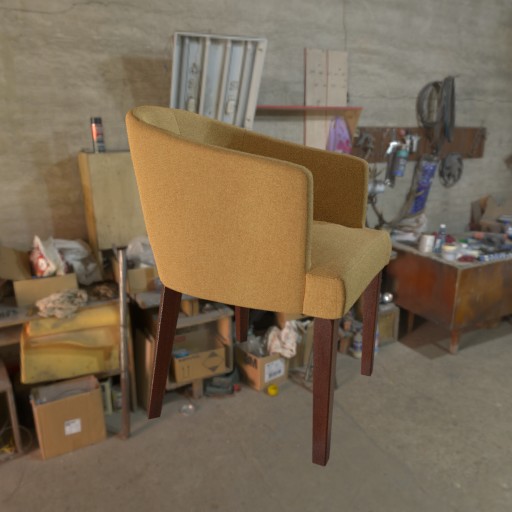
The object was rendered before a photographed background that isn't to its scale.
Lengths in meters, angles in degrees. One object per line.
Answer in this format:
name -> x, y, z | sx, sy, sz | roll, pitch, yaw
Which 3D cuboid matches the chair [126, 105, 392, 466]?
chair -> 0.000, 0.000, 1.241 | 0.655, 0.811, 0.583 | 7, 16, 25
